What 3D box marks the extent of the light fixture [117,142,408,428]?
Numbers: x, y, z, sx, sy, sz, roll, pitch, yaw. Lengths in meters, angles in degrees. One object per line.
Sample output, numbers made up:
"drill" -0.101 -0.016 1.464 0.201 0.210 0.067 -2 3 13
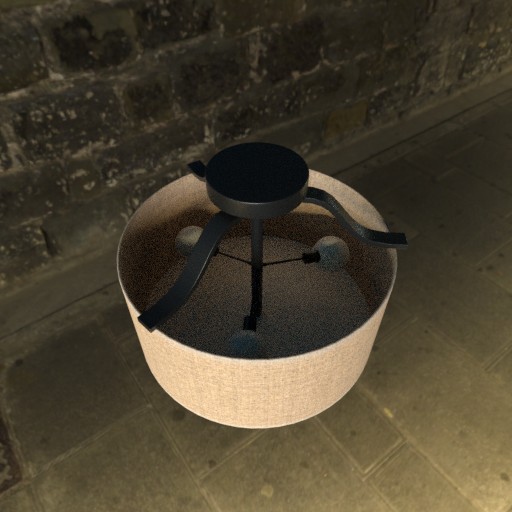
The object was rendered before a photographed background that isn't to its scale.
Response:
"light fixture" 0.000 0.000 0.646 0.390 0.306 0.390 0 46 0
